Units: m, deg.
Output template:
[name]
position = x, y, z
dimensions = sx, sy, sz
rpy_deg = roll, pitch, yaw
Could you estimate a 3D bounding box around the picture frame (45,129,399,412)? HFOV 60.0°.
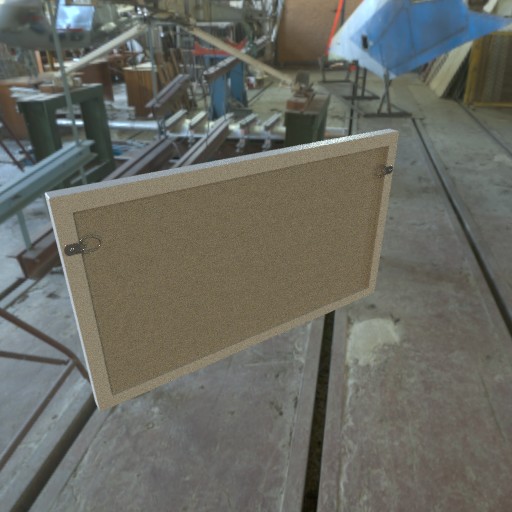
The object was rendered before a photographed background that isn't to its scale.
[picture frame]
position = 0.000, 0.000, 0.815
dimensions = 0.647, 0.379, 0.044
rpy_deg = -18, 33, -29
